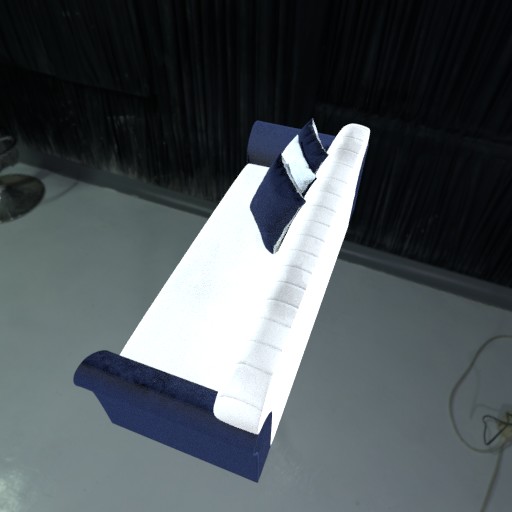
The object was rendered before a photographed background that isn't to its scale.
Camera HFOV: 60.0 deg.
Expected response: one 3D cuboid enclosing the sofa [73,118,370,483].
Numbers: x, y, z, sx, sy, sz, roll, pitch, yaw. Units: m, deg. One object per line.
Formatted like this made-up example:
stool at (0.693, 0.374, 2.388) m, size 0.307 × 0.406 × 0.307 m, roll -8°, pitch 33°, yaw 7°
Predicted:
sofa at (0.000, 0.000, 2.361) m, size 0.749 × 0.789 × 2.006 m, roll 16°, pitch 49°, yaw 14°
